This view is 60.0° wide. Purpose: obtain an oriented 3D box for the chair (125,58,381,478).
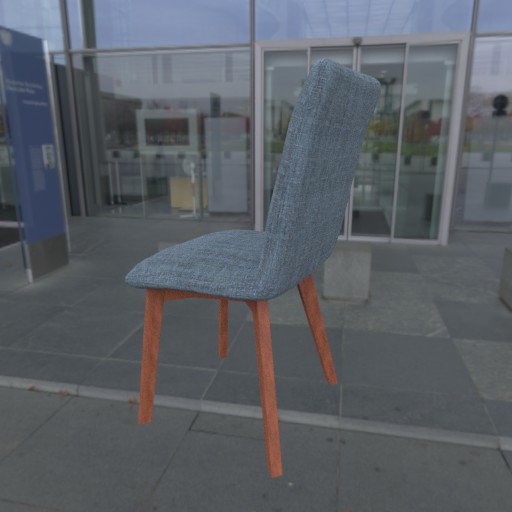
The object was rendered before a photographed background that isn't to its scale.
[{"bbox_3d":[0.000,0.000,1.272,0.563,0.974,0.522,8,17,26],"label":"chair"}]
